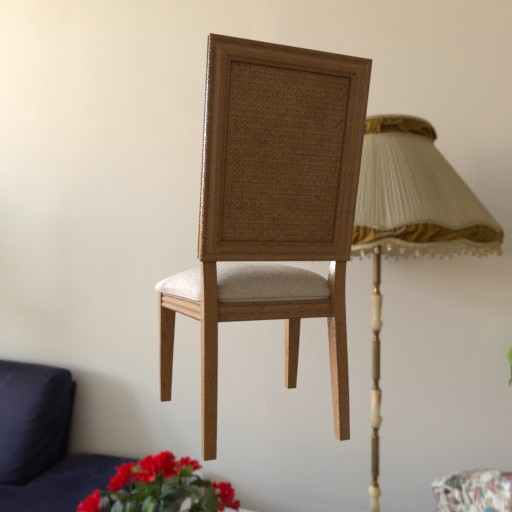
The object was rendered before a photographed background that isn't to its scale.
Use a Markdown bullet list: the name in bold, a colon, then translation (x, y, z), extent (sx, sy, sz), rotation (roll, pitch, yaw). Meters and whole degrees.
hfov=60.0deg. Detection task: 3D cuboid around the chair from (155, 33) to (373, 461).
- **chair**: translation (0.000, 0.000, 1.323), extent (0.536, 0.988, 0.601), rotation (0, 0, -18)
